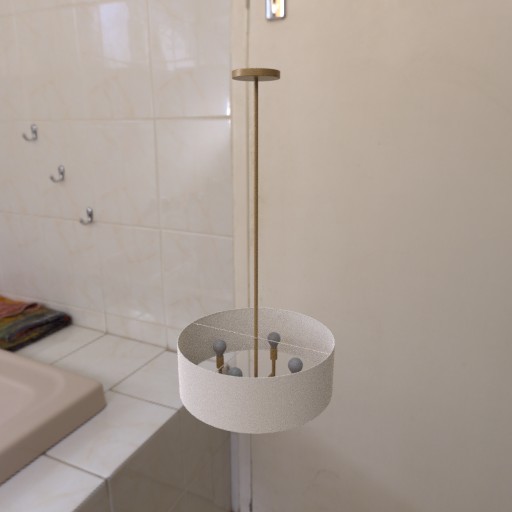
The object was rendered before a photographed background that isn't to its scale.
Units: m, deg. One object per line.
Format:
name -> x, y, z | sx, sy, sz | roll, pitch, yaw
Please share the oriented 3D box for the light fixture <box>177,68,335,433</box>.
light fixture -> 0.000, 0.000, 1.376 | 0.508, 1.067, 0.508 | 0, 15, 0
